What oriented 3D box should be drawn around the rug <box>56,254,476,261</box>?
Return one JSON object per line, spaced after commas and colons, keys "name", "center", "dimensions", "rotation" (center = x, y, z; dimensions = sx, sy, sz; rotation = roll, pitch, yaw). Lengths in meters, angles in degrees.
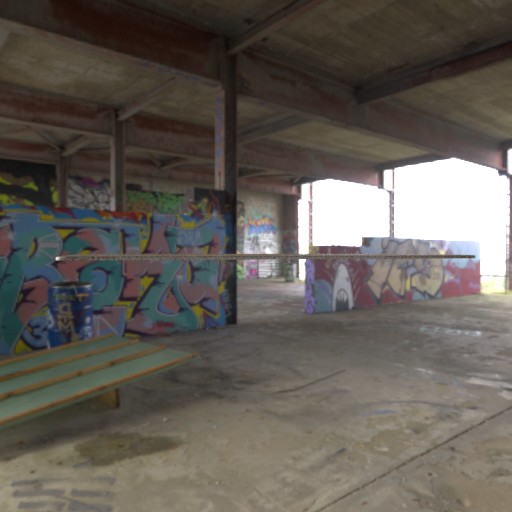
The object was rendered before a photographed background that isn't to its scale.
{"name": "rug", "center": [0.000, 0.000, 3.146], "dimensions": [2.469, 0.024, 1.539], "rotation": [0, 1, -19]}
